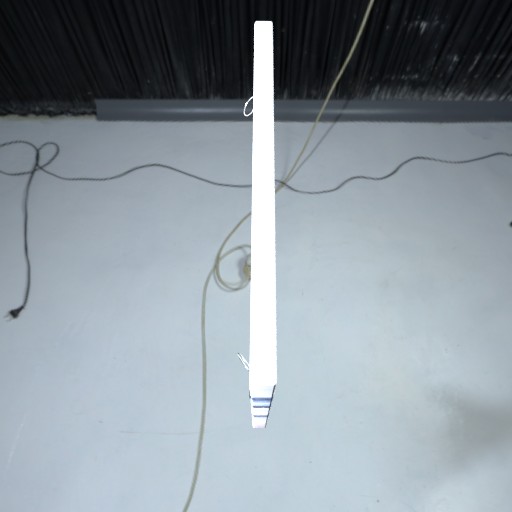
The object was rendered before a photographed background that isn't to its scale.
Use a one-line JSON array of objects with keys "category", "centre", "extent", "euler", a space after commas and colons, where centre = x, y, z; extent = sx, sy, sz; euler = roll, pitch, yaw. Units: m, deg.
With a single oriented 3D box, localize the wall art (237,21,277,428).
[{"category": "wall art", "centre": [0.000, 0.000, 1.119], "extent": [0.065, 0.747, 0.755], "euler": [0, 65, 0]}]
